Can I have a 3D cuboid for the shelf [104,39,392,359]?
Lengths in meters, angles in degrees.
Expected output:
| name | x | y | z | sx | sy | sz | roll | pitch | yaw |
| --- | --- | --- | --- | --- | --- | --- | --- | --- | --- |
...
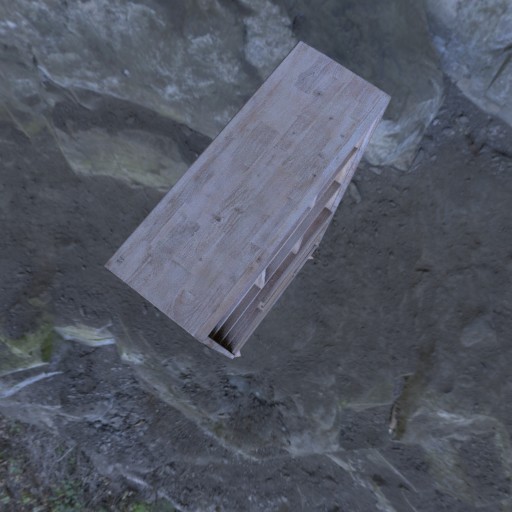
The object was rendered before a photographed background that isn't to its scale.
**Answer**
| name | x | y | z | sx | sy | sz | roll | pitch | yaw |
| --- | --- | --- | --- | --- | --- | --- | --- | --- | --- |
| shelf | 0.000 | 0.000 | 1.751 | 0.308 | 1.471 | 0.748 | 36 | 78 | 9 |
